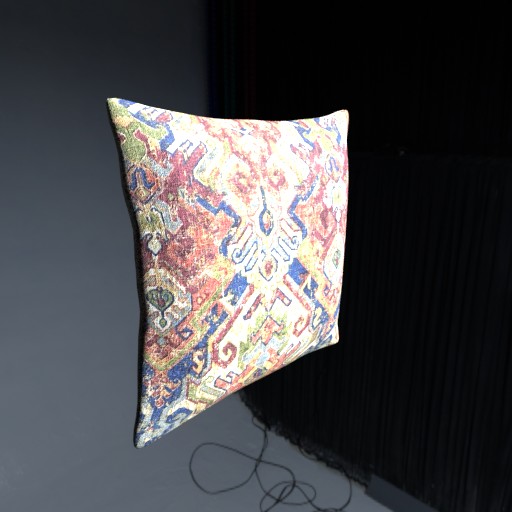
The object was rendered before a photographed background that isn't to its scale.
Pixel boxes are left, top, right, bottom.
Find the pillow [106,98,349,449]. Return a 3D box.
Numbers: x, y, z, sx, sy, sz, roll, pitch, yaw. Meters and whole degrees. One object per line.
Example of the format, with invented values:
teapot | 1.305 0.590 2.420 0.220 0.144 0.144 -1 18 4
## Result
pillow | 0.000 0.000 0.782 0.523 0.506 0.166 -15 21 -42
